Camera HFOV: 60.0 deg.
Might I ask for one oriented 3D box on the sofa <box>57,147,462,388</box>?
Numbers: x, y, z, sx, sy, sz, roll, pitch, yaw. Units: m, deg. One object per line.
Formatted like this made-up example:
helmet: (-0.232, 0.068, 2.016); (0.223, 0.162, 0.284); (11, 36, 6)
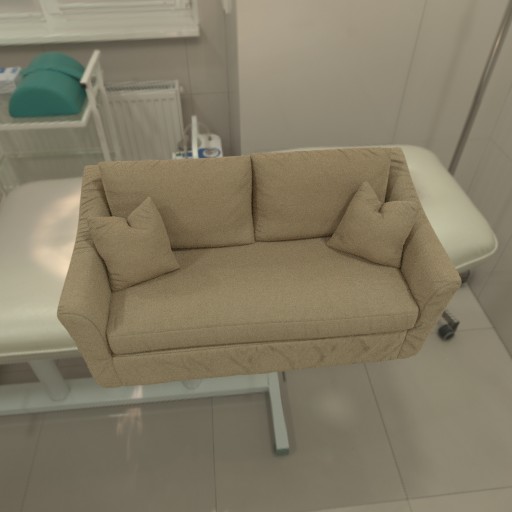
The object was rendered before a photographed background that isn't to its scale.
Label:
sofa: (0.000, 0.000, 2.648); (2.010, 1.018, 1.072); (-4, 45, -4)
